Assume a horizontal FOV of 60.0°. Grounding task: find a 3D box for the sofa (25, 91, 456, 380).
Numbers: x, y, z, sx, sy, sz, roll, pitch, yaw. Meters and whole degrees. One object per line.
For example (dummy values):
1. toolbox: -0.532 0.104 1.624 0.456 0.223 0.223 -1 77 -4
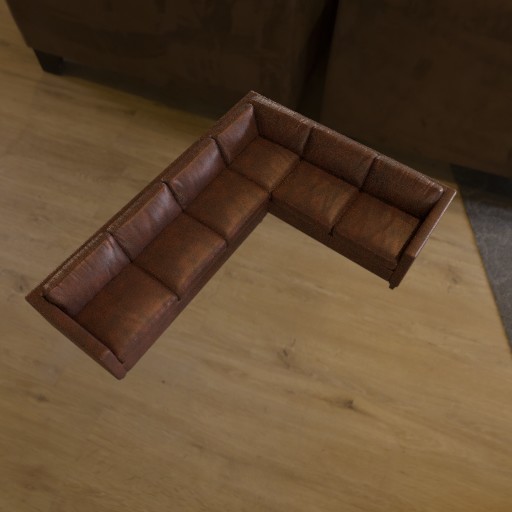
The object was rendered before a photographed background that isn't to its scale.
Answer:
1. sofa: 0.000 0.000 4.146 2.438 0.836 3.152 32 64 18
